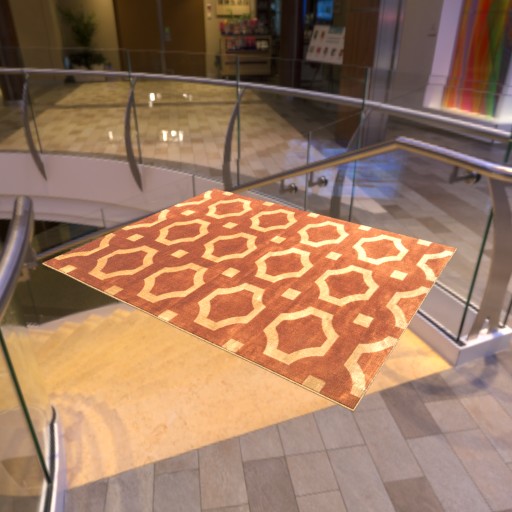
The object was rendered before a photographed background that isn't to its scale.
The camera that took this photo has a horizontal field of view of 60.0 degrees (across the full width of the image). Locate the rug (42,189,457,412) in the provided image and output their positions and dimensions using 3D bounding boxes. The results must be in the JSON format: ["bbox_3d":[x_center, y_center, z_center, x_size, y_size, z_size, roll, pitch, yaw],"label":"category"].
[{"bbox_3d":[0.000,0.000,4.179,3.049,0.021,2.466,18,33,30],"label":"rug"}]
